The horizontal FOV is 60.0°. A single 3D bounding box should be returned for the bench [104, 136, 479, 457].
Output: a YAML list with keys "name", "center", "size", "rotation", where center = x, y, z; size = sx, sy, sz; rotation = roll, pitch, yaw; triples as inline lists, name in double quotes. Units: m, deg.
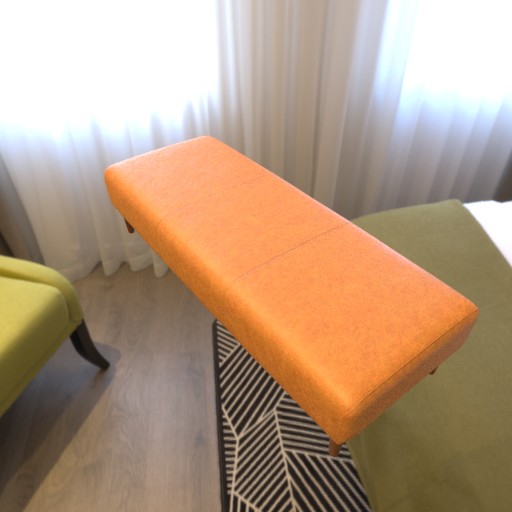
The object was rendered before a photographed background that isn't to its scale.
- name: "bench"
  center: [0.000, 0.000, 1.865]
  size: [0.653, 0.399, 1.610]
  rotation: [-26, 47, -28]
